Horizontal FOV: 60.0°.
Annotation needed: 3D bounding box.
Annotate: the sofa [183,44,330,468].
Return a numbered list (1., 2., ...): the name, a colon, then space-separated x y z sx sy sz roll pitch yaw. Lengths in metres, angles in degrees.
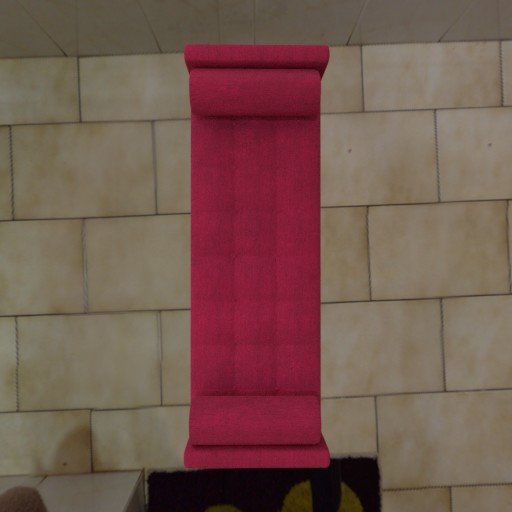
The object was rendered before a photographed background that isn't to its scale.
1. sofa: 0.000 0.000 2.362 0.686 0.635 1.981 0 90 -1
